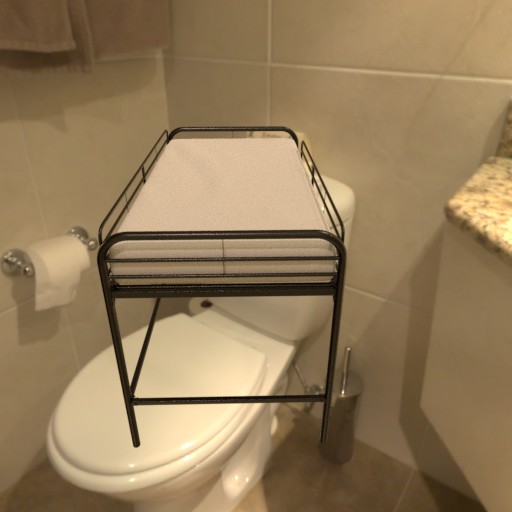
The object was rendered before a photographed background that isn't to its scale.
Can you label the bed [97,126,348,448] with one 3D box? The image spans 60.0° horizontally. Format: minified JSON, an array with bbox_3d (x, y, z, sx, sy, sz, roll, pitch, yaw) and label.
[{"bbox_3d":[0.000,0.000,2.977,1.393,1.289,1.968,-1,29,-1],"label":"bed"}]
